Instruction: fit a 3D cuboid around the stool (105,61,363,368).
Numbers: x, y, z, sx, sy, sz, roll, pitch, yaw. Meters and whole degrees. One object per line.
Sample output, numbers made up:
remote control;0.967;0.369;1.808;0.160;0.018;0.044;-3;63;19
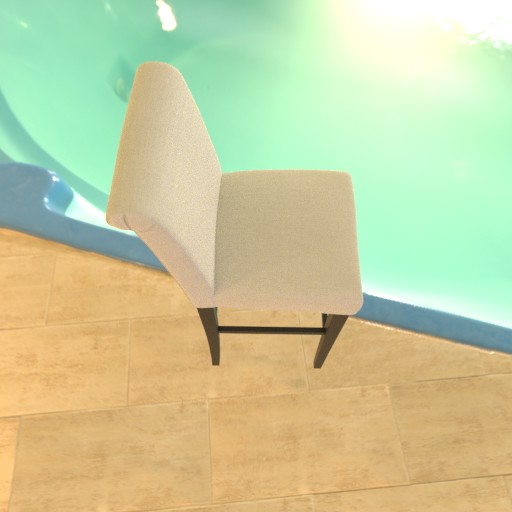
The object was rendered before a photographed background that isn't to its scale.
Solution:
stool;0.000;0.000;1.442;0.597;1.124;0.452;1;62;0
